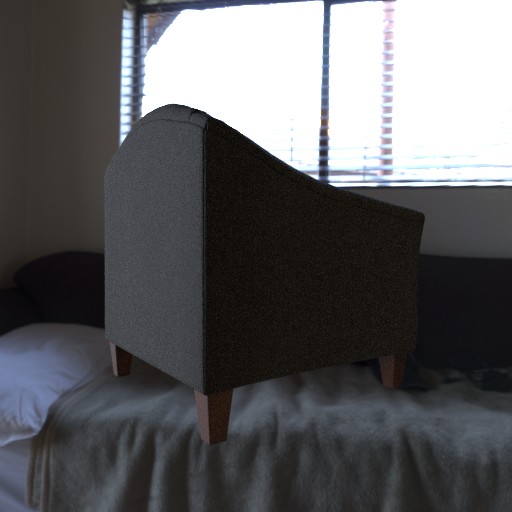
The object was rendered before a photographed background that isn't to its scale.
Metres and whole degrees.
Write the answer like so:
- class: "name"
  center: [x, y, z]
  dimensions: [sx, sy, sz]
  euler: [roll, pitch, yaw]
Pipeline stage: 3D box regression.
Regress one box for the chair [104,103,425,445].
- class: "chair"
  center: [0.000, 0.000, 1.468]
  dimensions: [0.787, 0.839, 0.763]
  euler: [0, 1, -35]
